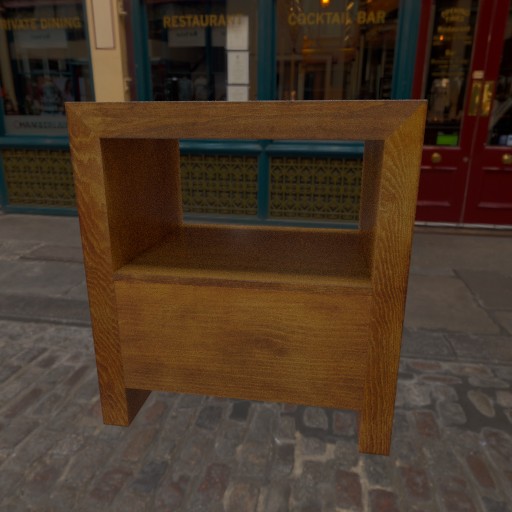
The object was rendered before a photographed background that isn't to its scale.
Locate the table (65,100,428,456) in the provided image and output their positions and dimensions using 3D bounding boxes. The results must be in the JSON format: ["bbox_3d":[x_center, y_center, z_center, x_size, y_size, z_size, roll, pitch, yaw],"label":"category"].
[{"bbox_3d":[0.000,0.000,0.938,0.550,0.605,0.400,3,17,9],"label":"table"}]
